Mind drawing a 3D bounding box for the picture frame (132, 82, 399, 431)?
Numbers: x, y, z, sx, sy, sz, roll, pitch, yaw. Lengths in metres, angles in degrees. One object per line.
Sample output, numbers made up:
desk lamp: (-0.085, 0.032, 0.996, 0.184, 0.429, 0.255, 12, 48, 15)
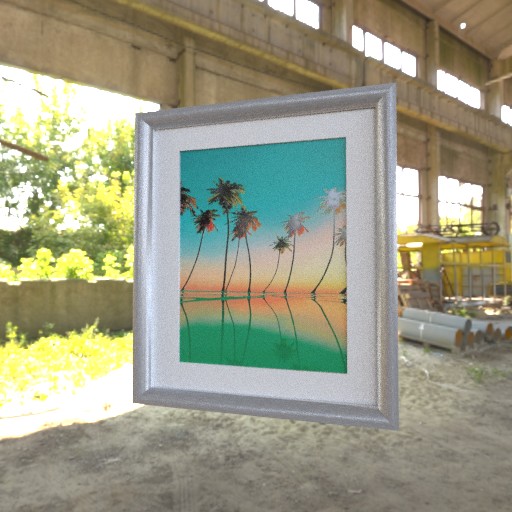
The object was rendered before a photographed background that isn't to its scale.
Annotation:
picture frame: (0.000, 0.000, 0.539, 0.327, 0.378, 0.027, 0, -2, 17)
